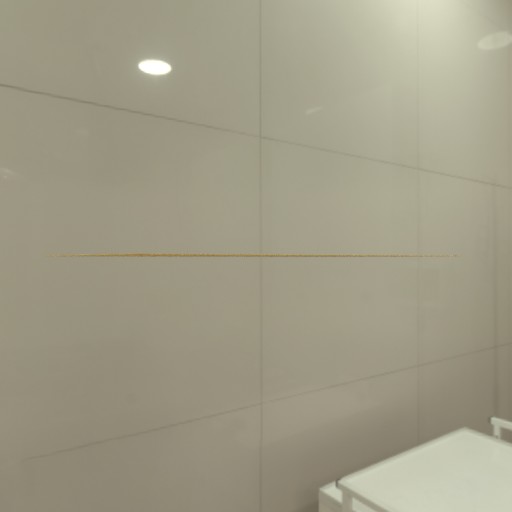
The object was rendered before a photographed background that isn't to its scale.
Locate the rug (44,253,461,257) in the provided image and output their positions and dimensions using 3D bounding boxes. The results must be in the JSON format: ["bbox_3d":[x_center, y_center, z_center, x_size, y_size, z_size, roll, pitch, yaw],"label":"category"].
[{"bbox_3d":[0.000,0.000,3.723,2.895,0.006,1.981,0,0,-36],"label":"rug"}]
